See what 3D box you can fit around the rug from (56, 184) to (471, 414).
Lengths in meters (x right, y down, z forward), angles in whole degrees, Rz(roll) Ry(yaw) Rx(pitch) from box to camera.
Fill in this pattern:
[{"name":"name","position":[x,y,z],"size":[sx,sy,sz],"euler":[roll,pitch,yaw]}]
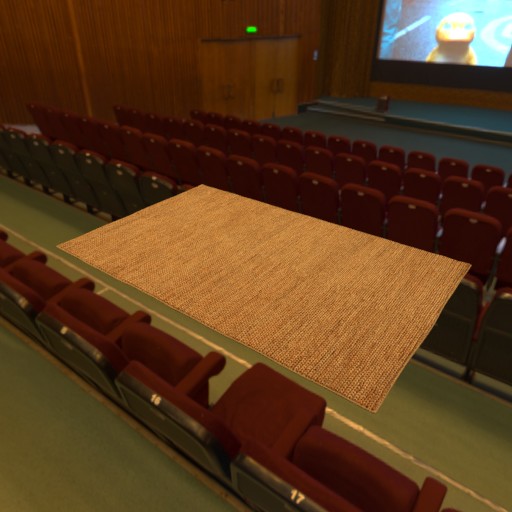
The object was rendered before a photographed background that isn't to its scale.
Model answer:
[{"name":"rug","position":[0.000,0.000,3.050],"size":[2.438,0.034,1.521],"euler":[21,36,31]}]
